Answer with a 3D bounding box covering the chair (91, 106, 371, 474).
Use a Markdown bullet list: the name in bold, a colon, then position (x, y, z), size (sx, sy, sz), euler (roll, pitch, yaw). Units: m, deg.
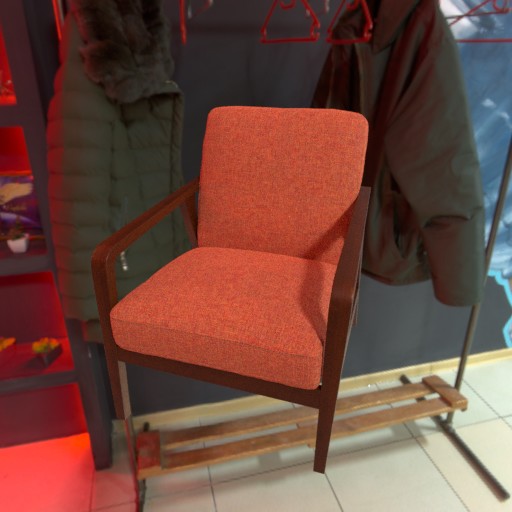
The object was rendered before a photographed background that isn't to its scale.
- **chair**: position (0.000, 0.000, 1.502), size (0.719, 0.890, 0.860), euler (8, 26, 16)
